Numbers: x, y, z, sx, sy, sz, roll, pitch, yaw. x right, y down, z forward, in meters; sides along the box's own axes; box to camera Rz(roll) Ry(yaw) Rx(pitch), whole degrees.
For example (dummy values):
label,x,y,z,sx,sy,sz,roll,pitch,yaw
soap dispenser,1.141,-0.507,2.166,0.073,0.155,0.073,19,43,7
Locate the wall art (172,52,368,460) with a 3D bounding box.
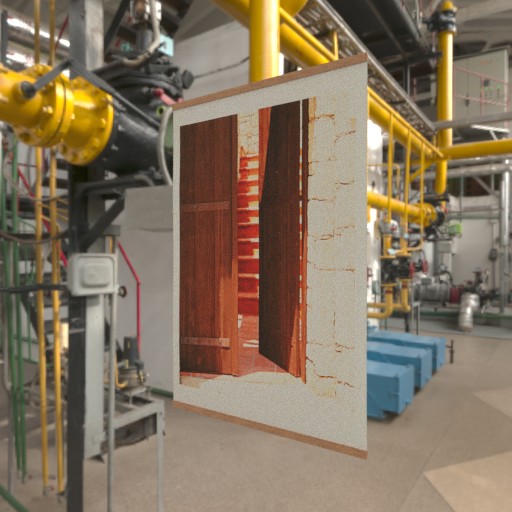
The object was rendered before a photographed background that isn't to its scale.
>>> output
label,x,y,z,sx,sy,sz,roll,pitch,yaw
wall art,0.000,0.000,1.950,1.019,1.527,0.019,0,0,35
